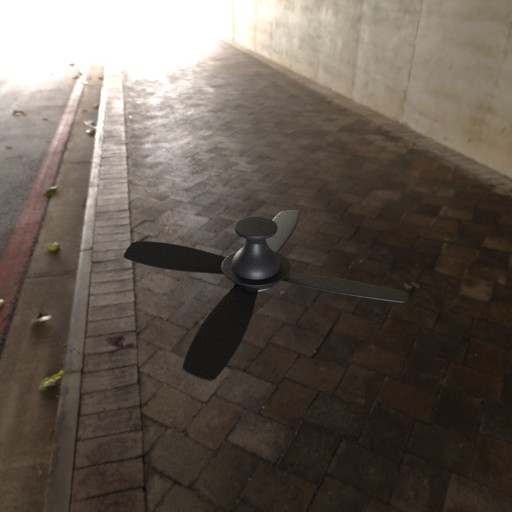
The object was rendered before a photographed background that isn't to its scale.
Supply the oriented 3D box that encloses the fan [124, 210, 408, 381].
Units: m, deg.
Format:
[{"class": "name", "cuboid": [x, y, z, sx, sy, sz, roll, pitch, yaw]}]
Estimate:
[{"class": "fan", "cuboid": [0.000, 0.000, 2.515, 1.694, 0.382, 1.694, 9, 33, 15]}]
